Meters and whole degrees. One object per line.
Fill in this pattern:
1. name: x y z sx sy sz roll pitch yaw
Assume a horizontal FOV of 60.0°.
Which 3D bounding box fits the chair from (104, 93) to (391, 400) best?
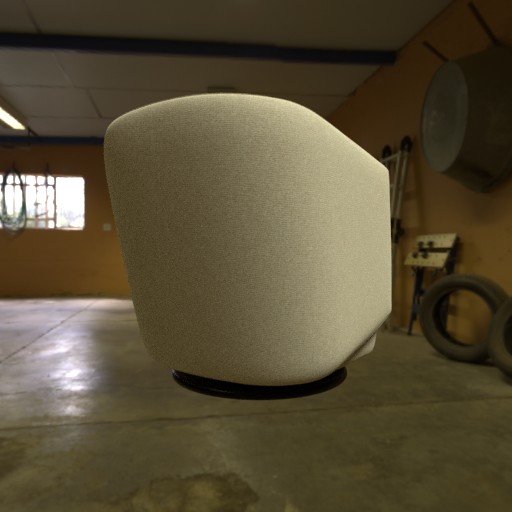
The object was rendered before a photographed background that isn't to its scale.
1. chair: 0.000 0.000 1.615 0.822 0.861 0.986 0 1 35
